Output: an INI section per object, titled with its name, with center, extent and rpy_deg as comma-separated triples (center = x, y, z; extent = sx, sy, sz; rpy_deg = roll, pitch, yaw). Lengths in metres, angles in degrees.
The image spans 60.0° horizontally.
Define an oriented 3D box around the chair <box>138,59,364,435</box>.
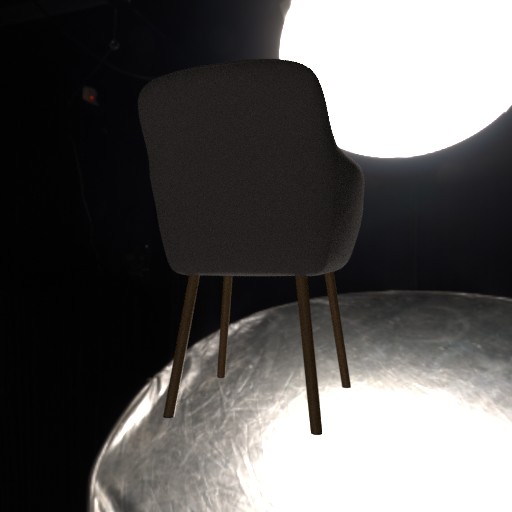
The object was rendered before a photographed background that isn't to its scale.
[chair]
center = 0.000, 0.000, 1.226
extent = 0.570, 0.830, 0.590
rpy_deg = 0, -1, 18
